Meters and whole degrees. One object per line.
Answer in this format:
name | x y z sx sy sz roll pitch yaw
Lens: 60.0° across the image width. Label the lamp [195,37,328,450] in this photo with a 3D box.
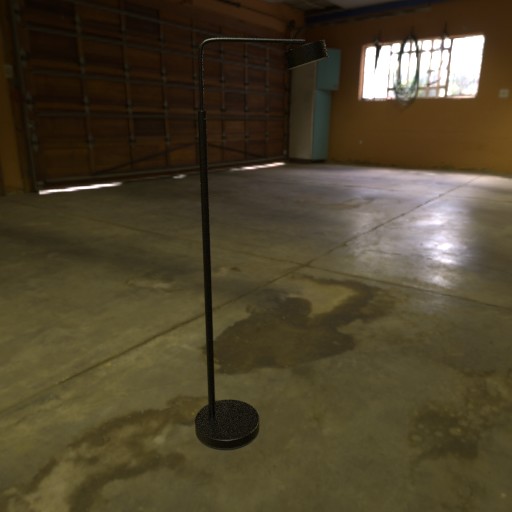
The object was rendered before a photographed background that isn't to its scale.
lamp | 0.000 0.000 1.364 0.418 1.230 0.219 -3 17 -8
